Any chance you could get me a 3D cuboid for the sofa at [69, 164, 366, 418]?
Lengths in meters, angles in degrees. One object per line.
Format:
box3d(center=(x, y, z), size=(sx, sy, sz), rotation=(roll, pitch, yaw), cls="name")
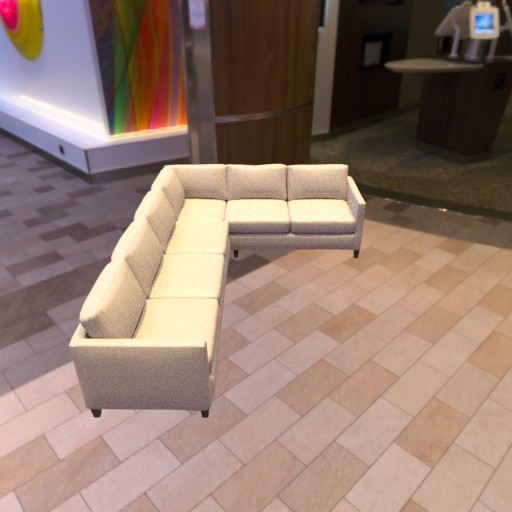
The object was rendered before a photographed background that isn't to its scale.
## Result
box3d(center=(0.000, 0.000, 4.446), size=(2.522, 0.934, 3.333), rotation=(0, 30, 0), cls="sofa")
